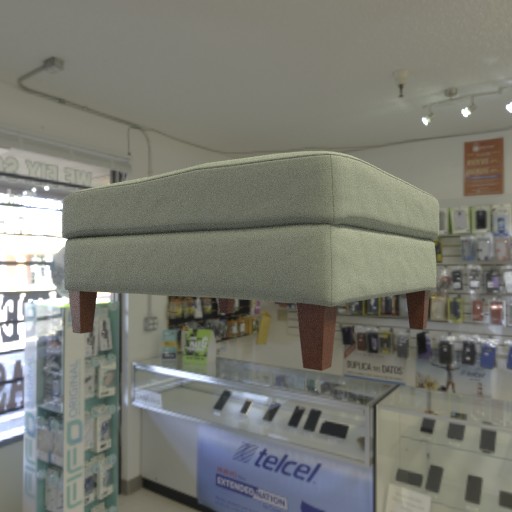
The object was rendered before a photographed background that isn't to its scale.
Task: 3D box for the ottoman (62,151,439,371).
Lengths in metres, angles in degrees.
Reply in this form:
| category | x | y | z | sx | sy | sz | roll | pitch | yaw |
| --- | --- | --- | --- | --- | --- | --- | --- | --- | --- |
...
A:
| category | x | y | z | sx | sy | sz | roll | pitch | yaw |
| --- | --- | --- | --- | --- | --- | --- | --- | --- | --- |
| ottoman | 0.000 | 0.000 | 1.481 | 0.991 | 0.494 | 0.842 | -1 | -2 | 36 |
